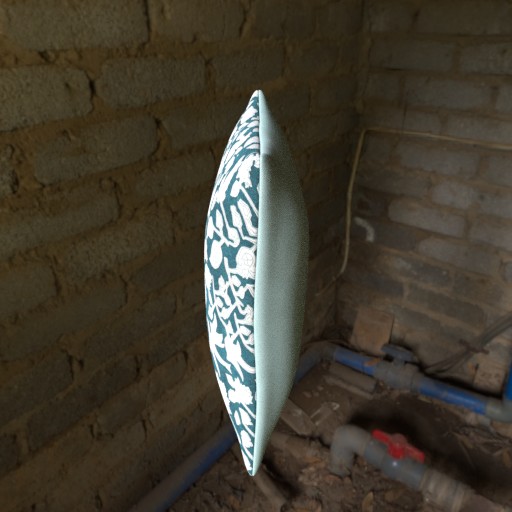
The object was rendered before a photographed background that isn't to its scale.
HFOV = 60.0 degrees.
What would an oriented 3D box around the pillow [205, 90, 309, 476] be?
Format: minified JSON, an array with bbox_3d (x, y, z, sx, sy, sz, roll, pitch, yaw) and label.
[{"bbox_3d":[0.000,0.000,0.806,0.166,0.508,0.525,0,28,0],"label":"pillow"}]
